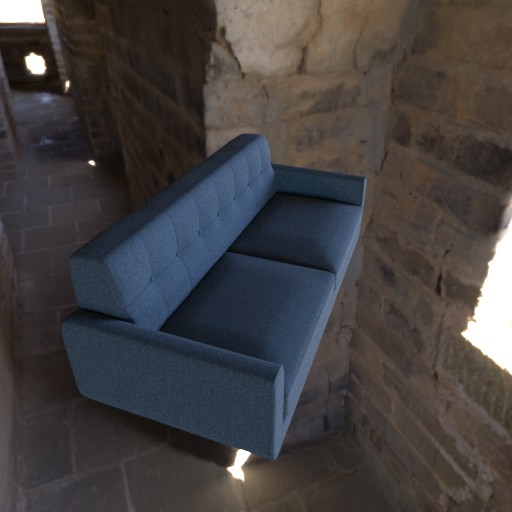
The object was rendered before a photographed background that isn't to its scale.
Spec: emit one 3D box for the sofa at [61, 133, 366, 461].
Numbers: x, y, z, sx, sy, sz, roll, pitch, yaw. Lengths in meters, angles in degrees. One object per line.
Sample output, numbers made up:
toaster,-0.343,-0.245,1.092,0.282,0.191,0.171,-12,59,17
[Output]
sofa,0.000,0.000,2.539,0.942,0.884,2.055,11,33,18
